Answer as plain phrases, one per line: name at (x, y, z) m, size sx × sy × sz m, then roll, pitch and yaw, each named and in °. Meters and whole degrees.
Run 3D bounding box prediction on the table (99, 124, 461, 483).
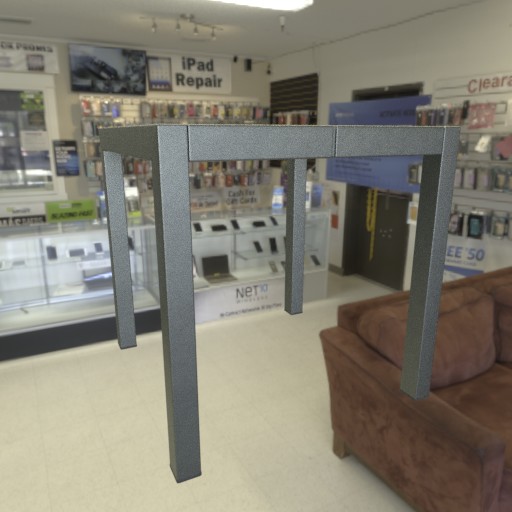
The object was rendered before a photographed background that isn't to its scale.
table at (0.000, 0.000, 0.910) m, size 0.508 × 0.508 × 0.508 m, roll -8°, pitch 17°, yaw -25°
